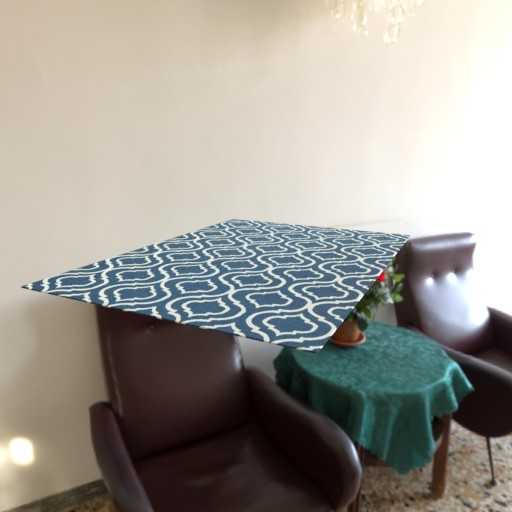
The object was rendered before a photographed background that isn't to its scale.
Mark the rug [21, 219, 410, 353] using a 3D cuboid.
[{"bbox_3d":[0.000,0.000,4.377,2.438,0.010,3.353,7,17,26],"label":"rug"}]
